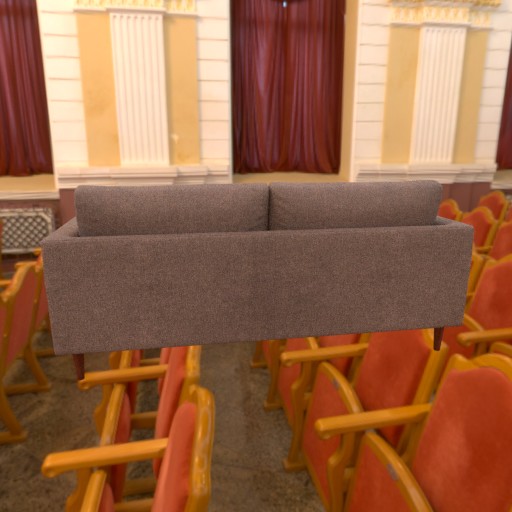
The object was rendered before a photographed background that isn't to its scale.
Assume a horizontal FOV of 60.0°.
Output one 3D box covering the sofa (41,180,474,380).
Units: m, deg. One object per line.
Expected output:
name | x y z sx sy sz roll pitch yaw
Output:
sofa | 0.000 0.000 2.461 1.948 0.868 1.020 -2 14 -9
